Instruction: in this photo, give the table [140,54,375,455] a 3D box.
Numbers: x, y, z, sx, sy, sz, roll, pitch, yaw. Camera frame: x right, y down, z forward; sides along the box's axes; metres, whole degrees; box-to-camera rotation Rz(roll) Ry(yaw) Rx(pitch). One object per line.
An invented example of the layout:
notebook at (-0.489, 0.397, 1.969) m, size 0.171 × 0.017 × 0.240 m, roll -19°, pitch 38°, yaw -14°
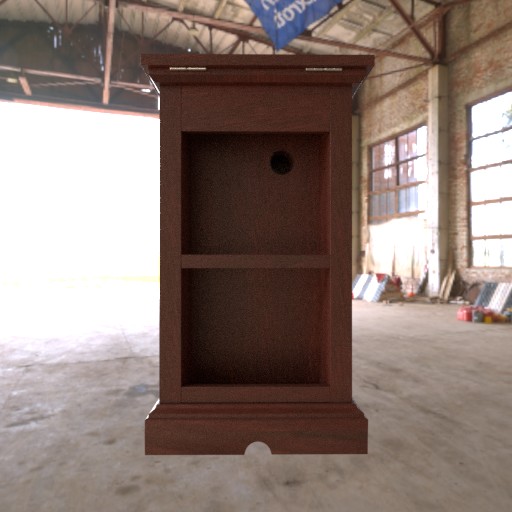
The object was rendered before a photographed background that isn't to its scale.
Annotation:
table at (0.000, 0.000, 0.964) m, size 0.356 × 0.612 × 0.584 m, roll 0°, pitch 0°, yaw -1°
